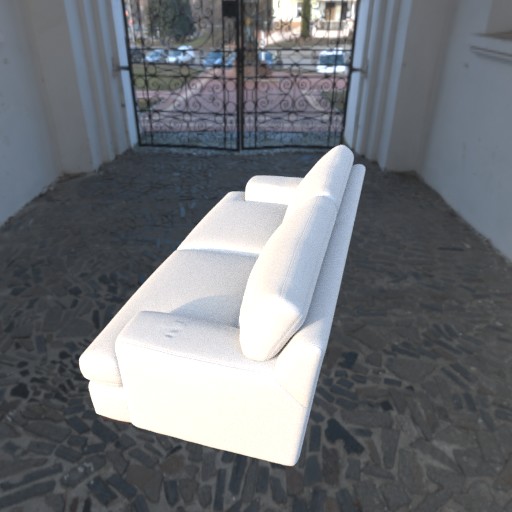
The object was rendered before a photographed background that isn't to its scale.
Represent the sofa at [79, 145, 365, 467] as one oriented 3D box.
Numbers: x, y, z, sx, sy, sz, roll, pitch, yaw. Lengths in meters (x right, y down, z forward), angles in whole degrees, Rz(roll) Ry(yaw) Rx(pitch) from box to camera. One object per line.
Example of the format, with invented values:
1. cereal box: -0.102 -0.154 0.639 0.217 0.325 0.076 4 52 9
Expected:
1. sofa: 0.000 0.000 2.792 1.143 0.940 2.261 8 31 14
